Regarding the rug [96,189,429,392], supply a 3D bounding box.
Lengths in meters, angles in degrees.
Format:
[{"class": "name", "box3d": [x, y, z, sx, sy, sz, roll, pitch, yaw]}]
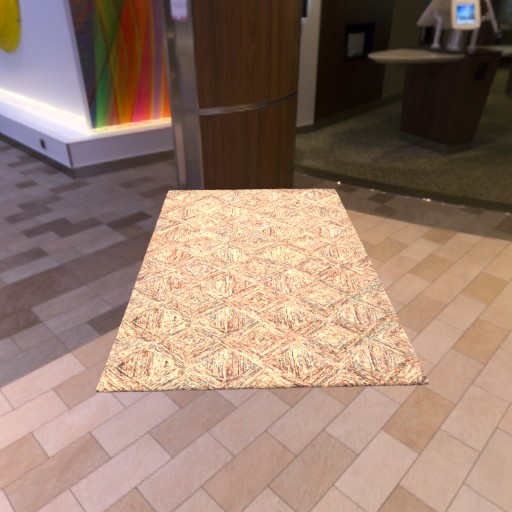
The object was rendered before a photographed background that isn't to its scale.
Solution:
[{"class": "rug", "box3d": [0.000, 0.000, 2.265, 1.143, 0.014, 1.761, -1, 31, -2]}]
